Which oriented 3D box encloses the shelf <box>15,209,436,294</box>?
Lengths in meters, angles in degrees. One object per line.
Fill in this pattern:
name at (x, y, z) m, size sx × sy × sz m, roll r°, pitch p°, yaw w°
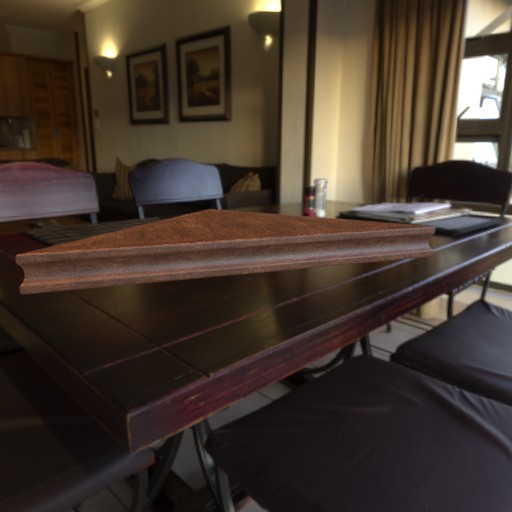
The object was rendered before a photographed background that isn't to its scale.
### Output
shelf at (0.000, 0.000, 0.433) m, size 0.296 × 0.035 × 0.296 m, roll 7°, pitch 16°, yaw 26°
